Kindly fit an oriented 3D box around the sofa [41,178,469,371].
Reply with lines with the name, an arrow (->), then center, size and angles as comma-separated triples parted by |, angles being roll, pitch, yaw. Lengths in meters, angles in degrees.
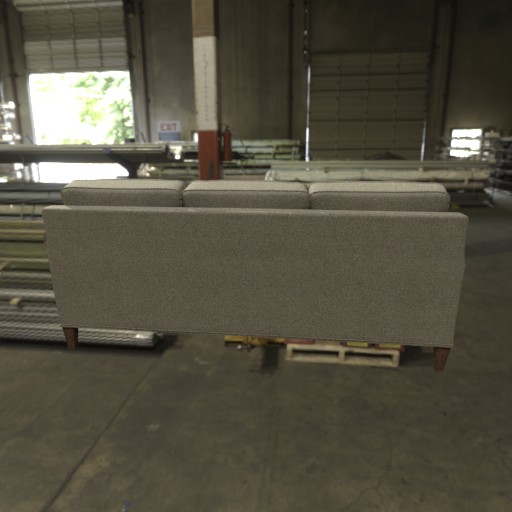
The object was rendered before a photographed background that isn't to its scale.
sofa -> 0.000, 0.000, 2.802 | 2.246, 1.003, 1.084 | 2, 14, 7
